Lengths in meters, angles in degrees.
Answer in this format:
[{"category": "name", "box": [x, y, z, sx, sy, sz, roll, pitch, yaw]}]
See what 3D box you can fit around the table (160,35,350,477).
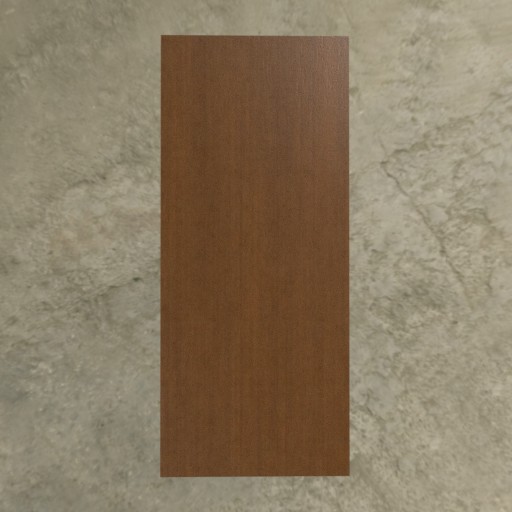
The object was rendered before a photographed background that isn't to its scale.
[{"category": "table", "box": [0.000, 0.000, 1.357, 0.490, 0.464, 1.119, 0, 90, -1]}]
